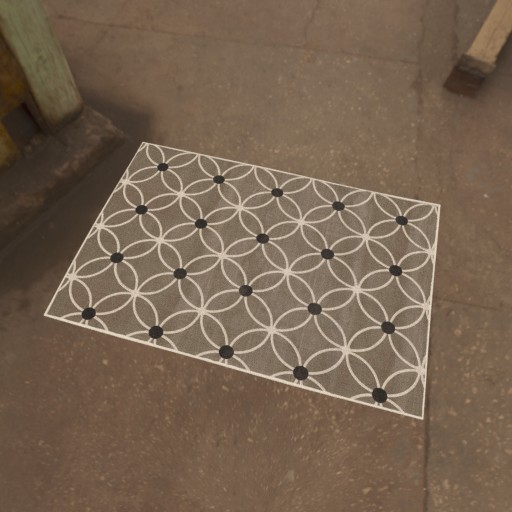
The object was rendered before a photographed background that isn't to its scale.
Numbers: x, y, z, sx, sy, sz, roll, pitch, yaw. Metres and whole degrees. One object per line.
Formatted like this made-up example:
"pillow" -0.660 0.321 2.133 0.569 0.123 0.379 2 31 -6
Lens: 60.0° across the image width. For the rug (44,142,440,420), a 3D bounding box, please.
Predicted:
"rug" 0.000 0.000 2.916 2.284 0.008 1.522 13 60 8
